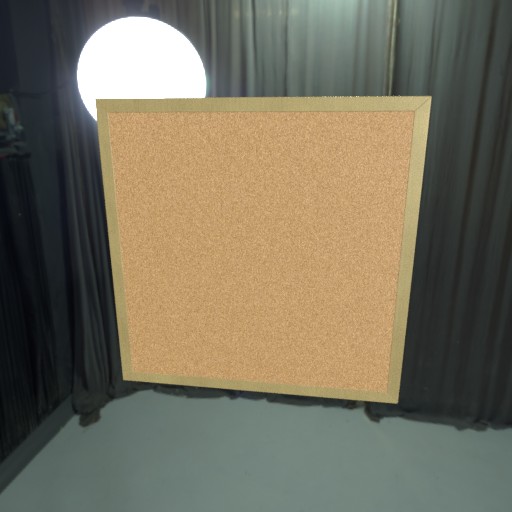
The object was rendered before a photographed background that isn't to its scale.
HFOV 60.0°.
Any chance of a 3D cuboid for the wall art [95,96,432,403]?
[{"bbox_3d":[0.000,0.000,0.754,0.508,0.508,0.038,2,17,8],"label":"wall art"}]
